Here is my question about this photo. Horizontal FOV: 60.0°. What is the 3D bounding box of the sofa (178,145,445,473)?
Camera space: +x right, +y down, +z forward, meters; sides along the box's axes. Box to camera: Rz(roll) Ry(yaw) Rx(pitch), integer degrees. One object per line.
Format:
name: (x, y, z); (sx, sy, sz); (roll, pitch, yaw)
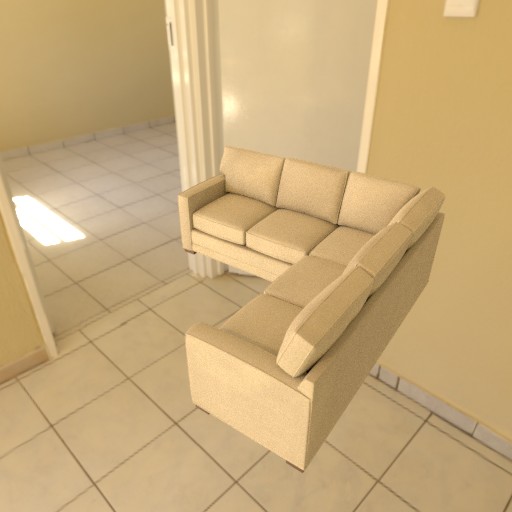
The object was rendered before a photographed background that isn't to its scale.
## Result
sofa: (0.000, 0.000, 3.438); (2.182, 0.939, 2.189); (20, 37, 29)
